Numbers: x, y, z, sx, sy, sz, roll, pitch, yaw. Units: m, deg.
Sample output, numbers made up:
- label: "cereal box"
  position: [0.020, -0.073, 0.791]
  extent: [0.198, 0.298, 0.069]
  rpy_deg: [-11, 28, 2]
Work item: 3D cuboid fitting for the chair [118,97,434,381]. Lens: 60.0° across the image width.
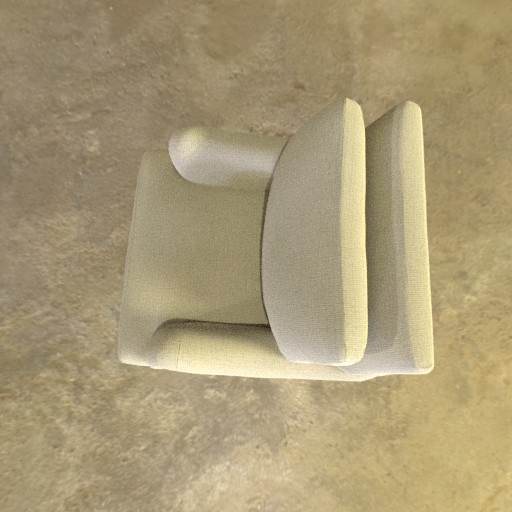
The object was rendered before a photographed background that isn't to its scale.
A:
- label: "chair"
  position: [0.000, 0.000, 1.815]
  extent: [1.070, 1.038, 0.955]
  rpy_deg: [3, 75, 1]
